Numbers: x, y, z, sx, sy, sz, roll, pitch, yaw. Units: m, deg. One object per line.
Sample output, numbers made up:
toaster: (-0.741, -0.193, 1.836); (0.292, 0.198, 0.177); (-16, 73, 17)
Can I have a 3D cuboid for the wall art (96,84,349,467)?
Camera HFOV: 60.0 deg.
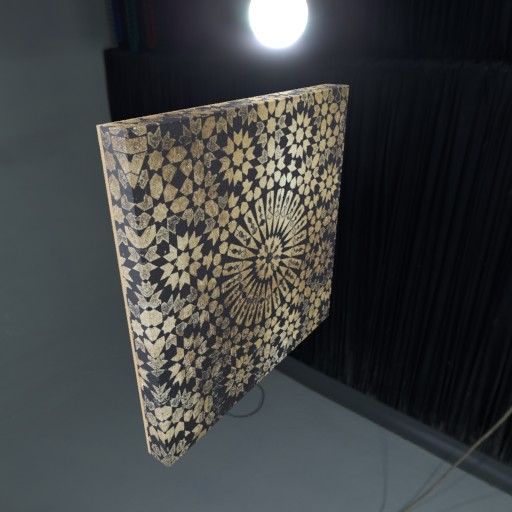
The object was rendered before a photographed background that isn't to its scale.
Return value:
wall art: (0.000, 0.000, 0.604); (0.038, 0.405, 0.405); (19, 32, 32)
